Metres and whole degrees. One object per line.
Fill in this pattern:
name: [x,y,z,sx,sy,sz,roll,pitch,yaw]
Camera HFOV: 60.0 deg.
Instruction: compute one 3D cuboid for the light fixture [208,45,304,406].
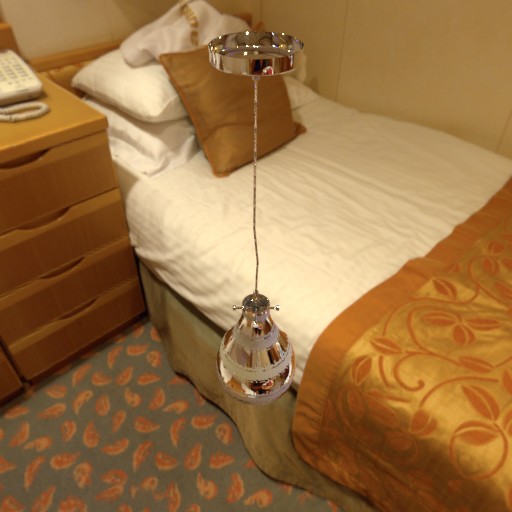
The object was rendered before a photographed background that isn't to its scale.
light fixture: [0.000,0.000,1.630,0.374,1.457,0.374,0,41,0]
